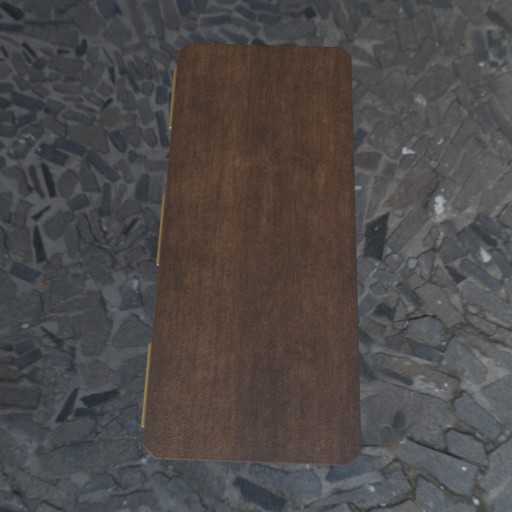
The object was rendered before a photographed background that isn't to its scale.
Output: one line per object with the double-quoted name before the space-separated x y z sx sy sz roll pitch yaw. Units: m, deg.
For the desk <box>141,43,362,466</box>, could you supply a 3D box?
"desk" 0.000 0.000 1.886 0.684 0.762 1.479 2 75 0
